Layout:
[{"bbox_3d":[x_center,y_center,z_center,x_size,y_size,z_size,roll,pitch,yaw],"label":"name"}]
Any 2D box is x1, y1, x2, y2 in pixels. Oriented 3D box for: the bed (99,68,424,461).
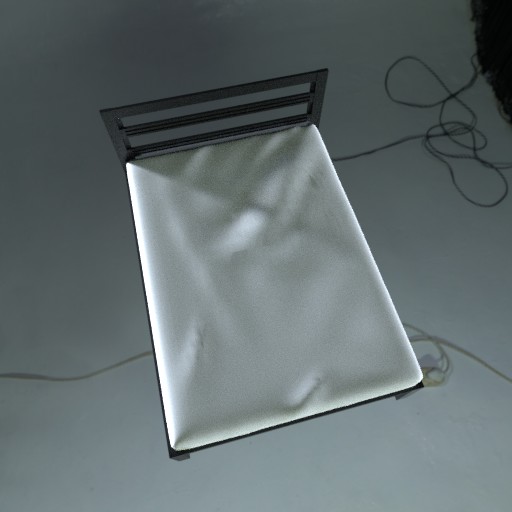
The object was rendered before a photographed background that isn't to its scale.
[{"bbox_3d":[0.000,0.000,2.876,1.524,0.967,2.062,-13,63,-7],"label":"bed"}]
